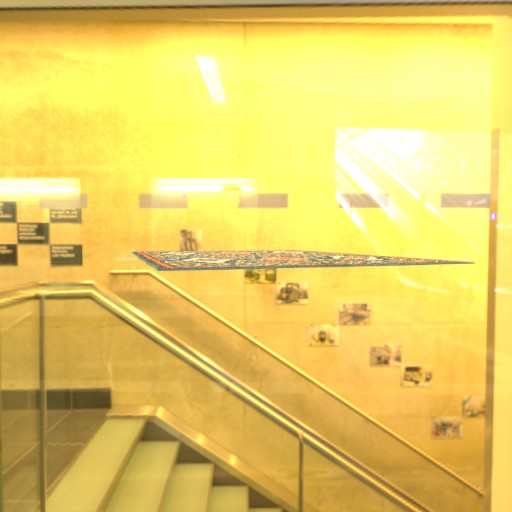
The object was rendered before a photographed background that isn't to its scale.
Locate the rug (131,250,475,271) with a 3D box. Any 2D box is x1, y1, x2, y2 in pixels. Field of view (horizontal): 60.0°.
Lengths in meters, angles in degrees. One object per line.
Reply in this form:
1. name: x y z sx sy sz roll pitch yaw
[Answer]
1. rug: 0.000 0.000 3.142 1.622 0.009 2.373 -1 2 -18
